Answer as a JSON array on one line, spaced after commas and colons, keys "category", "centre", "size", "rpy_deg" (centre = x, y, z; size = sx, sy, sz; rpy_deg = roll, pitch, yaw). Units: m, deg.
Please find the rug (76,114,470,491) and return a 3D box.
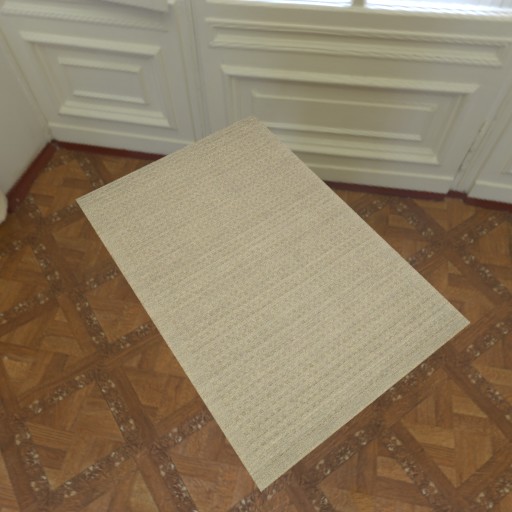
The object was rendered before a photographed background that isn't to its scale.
[{"category": "rug", "centre": [0.000, 0.000, 3.723], "size": [1.981, 0.006, 2.895], "rpy_deg": [-31, 63, -18]}]
